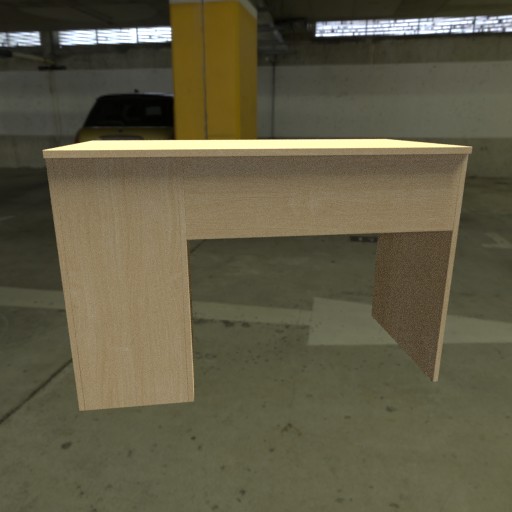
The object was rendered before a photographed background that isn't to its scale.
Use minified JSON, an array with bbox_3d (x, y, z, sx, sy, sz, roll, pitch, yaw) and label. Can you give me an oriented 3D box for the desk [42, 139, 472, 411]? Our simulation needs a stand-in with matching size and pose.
[{"bbox_3d":[0.000,0.000,1.491,1.097,0.735,0.560,-2,17,-8],"label":"desk"}]
